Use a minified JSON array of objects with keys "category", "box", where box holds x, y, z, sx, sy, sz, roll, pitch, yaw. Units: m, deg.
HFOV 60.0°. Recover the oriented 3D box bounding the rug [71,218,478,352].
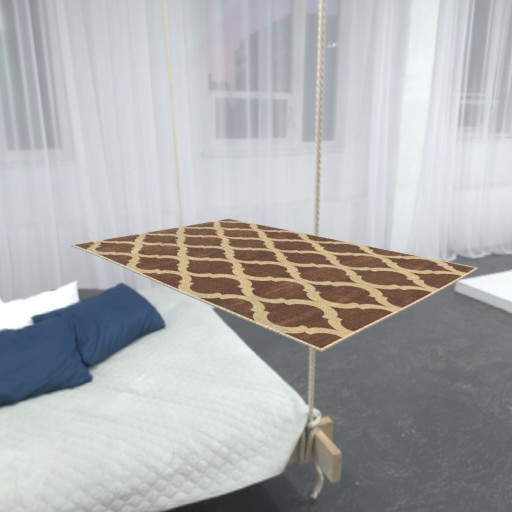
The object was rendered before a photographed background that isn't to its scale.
[{"category":"rug","box":[0.000,0.000,2.925,1.522,0.008,2.284,-14,21,-42]}]
